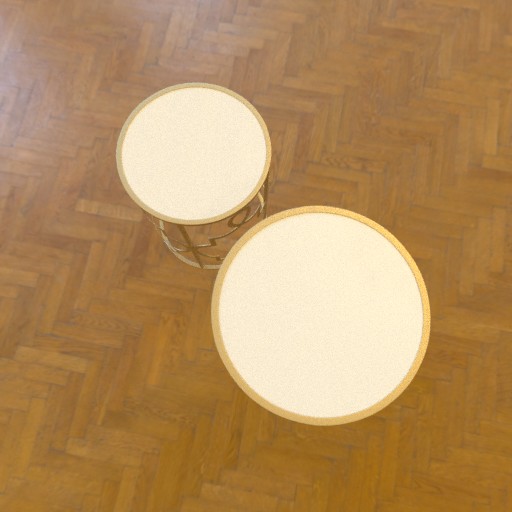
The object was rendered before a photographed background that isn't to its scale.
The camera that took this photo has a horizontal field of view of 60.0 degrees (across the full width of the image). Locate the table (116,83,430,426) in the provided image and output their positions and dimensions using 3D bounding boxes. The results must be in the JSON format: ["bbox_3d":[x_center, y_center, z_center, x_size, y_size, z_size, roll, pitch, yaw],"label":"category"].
[{"bbox_3d":[0.000,0.000,1.164,0.420,0.564,0.846,-35,79,-8],"label":"table"}]
